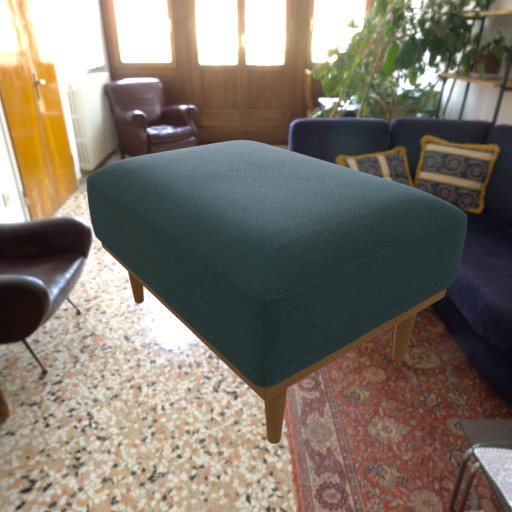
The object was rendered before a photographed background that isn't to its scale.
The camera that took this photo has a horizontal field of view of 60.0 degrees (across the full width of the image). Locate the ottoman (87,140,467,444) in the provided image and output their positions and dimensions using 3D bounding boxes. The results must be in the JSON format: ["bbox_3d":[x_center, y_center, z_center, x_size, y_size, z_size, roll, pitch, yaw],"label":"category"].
[{"bbox_3d":[0.000,0.000,1.066,0.549,0.428,0.749,-19,33,-33],"label":"ottoman"}]
